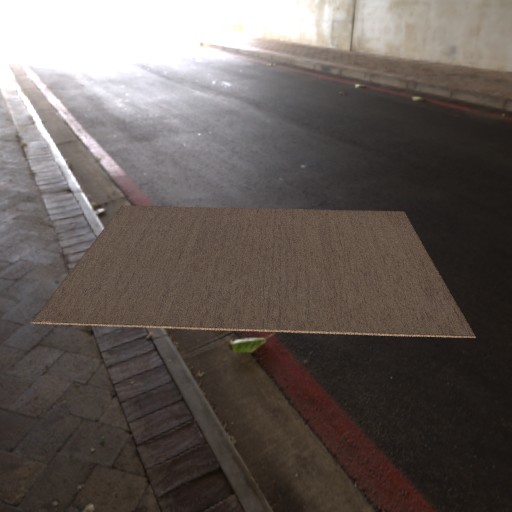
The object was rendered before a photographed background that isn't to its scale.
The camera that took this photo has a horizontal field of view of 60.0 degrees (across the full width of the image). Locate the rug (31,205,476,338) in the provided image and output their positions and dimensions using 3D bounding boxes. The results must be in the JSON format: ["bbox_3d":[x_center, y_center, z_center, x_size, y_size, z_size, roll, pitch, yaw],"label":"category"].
[{"bbox_3d":[0.000,0.000,2.360,1.840,0.013,1.225,2,30,3],"label":"rug"}]
